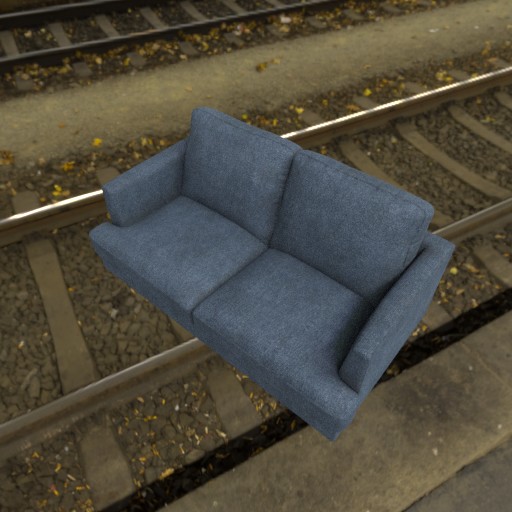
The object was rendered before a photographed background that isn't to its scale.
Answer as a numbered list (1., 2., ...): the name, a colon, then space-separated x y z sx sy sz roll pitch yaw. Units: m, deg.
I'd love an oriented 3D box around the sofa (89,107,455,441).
1. sofa: 0.000 0.000 2.194 1.582 0.944 0.903 31 53 27
